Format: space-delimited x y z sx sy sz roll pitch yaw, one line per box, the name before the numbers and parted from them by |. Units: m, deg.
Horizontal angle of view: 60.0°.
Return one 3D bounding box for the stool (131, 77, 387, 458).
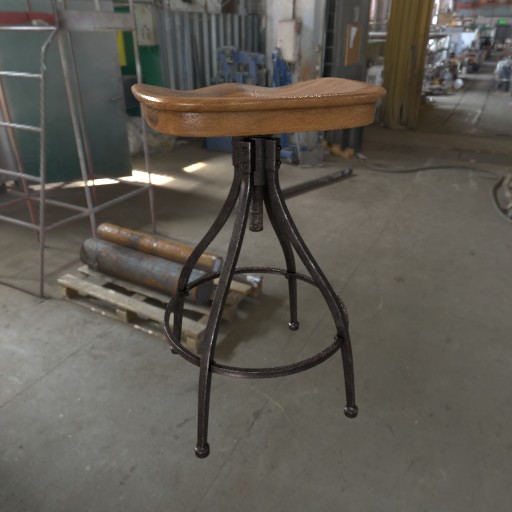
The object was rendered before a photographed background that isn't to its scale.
stool | 0.000 0.000 0.956 0.432 0.694 0.424 -8 28 -16
